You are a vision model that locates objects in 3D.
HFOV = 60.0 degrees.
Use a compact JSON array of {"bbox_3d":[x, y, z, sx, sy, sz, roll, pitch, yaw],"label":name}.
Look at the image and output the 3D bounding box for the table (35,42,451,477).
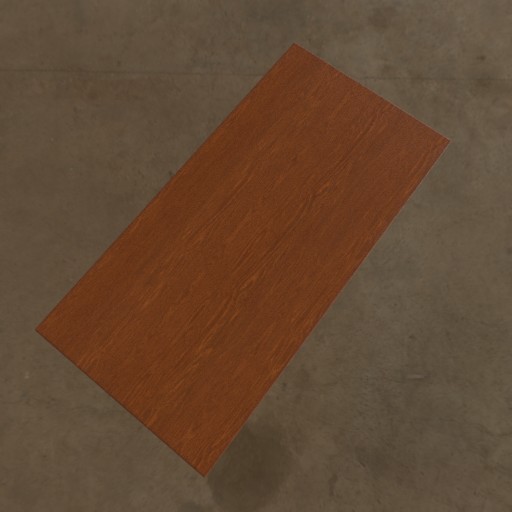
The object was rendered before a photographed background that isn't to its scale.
[{"bbox_3d":[0.000,0.000,2.093,0.811,0.755,1.609,37,77,10],"label":"table"}]
